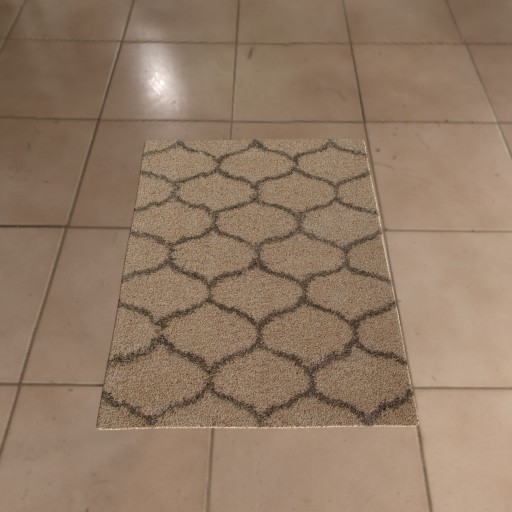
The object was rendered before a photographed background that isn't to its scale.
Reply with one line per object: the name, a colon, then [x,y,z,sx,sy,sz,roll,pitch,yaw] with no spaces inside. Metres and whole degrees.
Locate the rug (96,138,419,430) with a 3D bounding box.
rug: [0.000,0.000,4.067,2.399,0.026,3.000,0,58,0]
